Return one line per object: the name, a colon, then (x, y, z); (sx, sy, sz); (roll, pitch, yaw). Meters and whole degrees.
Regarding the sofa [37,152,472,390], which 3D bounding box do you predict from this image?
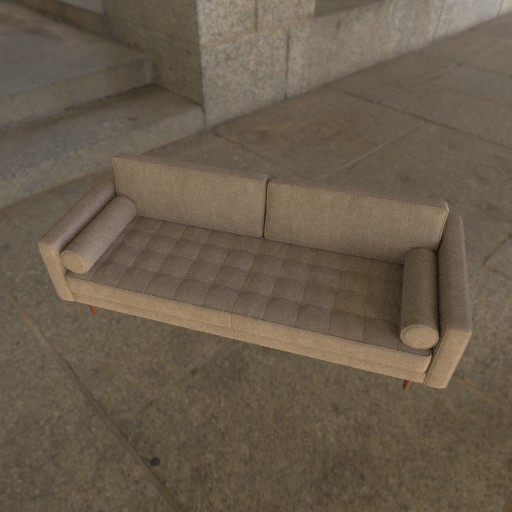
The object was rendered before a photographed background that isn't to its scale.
sofa: (0.000, 0.000, 2.547); (2.200, 0.770, 0.919); (11, 42, 12)
